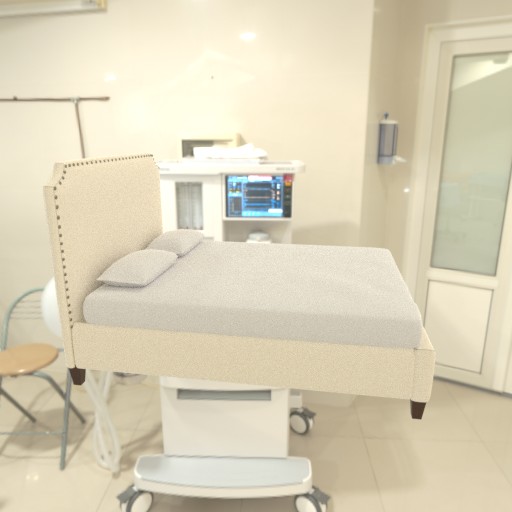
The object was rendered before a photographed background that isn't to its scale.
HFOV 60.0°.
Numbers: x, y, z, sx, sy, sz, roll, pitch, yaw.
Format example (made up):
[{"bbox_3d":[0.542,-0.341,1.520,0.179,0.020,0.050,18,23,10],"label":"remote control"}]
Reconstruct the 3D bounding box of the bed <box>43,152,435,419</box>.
[{"bbox_3d":[0.000,0.000,3.429,2.372,1.497,1.712,3,16,9],"label":"bed"}]
